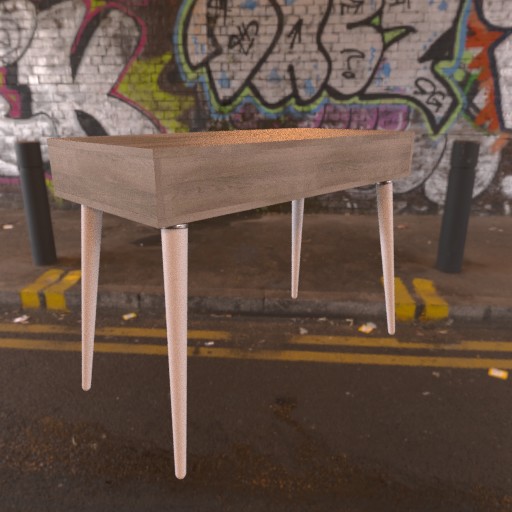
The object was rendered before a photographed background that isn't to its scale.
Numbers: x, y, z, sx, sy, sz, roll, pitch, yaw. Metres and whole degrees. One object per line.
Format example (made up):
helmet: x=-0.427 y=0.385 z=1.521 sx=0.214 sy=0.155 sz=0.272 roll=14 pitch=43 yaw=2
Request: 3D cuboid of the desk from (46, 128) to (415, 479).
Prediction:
desk: x=0.000 y=0.000 z=1.366 sx=0.491 sy=0.723 sz=0.979 roll=17 pitch=25 yaw=42
